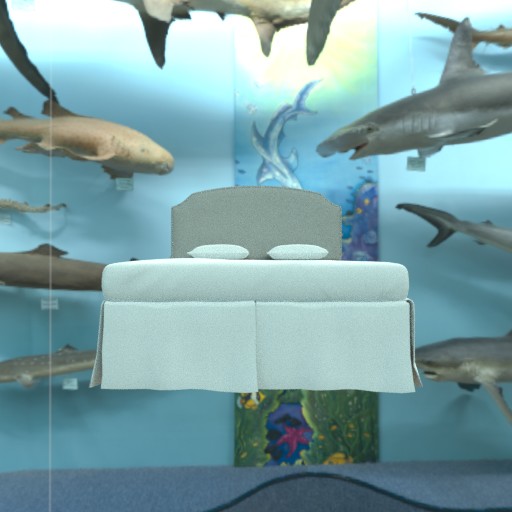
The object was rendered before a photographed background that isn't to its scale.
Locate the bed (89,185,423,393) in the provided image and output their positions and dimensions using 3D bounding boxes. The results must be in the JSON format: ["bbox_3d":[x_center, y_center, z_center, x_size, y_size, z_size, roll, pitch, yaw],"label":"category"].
[{"bbox_3d":[0.000,0.000,3.011,1.558,1.270,1.999,0,0,0],"label":"bed"}]
